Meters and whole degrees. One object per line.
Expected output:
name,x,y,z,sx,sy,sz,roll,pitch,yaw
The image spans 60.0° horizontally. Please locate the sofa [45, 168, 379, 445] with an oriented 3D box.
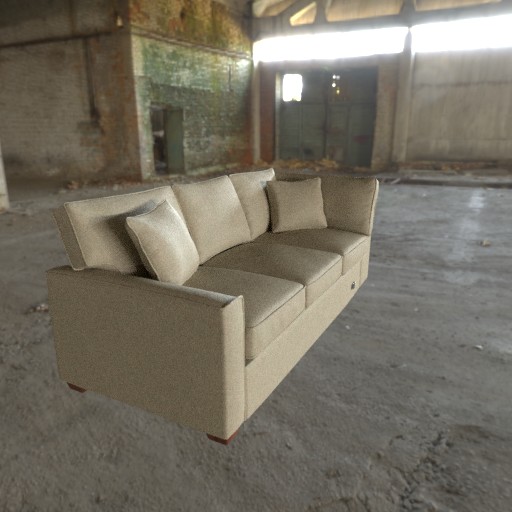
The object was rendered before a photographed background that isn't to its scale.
sofa,0.000,0.000,2.861,1.061,0.962,2.317,8,18,26
